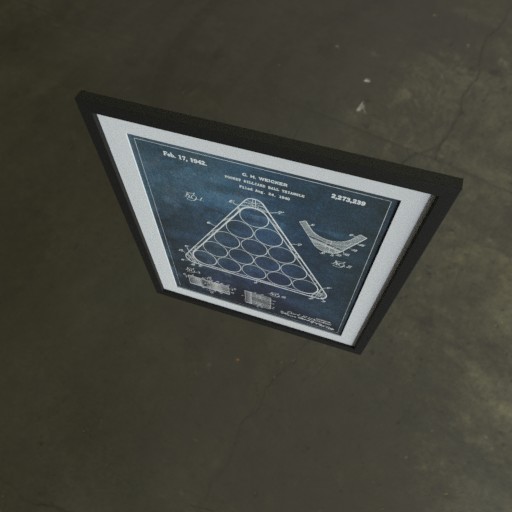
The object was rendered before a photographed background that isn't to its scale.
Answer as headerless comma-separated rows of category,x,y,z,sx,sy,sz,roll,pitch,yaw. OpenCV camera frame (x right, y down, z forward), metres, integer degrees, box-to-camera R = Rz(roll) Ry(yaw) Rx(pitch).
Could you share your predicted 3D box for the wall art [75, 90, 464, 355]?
wall art,0.000,0.000,1.198,0.755,0.863,0.028,16,60,9
